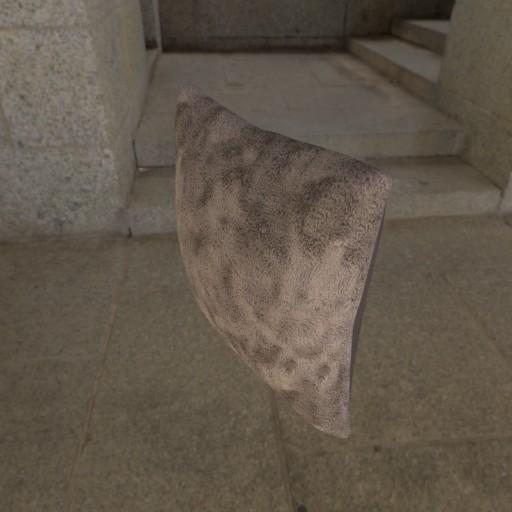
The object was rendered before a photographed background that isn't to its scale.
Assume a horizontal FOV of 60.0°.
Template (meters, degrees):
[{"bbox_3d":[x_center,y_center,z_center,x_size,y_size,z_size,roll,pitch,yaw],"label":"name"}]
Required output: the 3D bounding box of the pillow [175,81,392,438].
[{"bbox_3d":[0.000,0.000,0.812,0.204,0.520,0.522,-21,39,-29],"label":"pillow"}]
